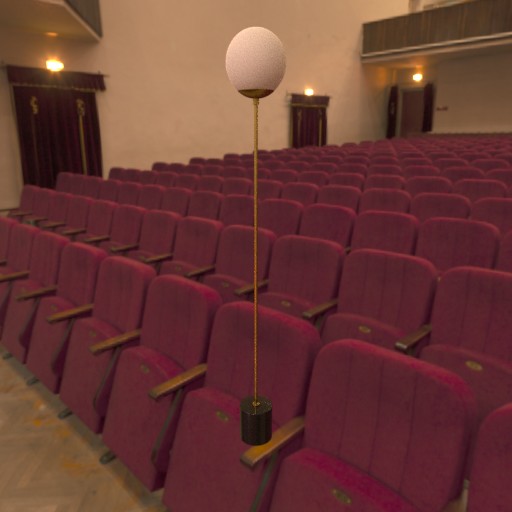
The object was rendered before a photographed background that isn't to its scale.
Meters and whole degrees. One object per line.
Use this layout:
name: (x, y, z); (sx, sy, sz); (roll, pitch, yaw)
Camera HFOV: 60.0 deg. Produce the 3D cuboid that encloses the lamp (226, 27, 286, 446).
lamp: (0.000, 0.000, 1.863); (0.229, 1.748, 0.229); (-14, 21, -43)
